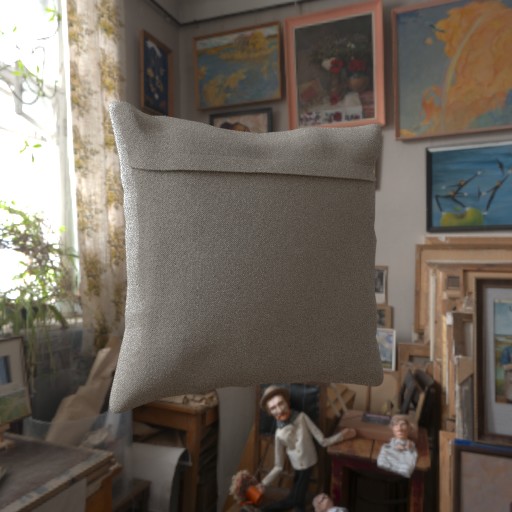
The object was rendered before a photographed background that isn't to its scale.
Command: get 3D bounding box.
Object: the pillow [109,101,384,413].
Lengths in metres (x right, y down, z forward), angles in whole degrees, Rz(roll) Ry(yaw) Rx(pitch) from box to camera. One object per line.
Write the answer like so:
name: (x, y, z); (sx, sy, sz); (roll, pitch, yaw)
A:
pillow: (0.000, 0.000, 0.770); (0.484, 0.490, 0.234); (0, 0, -17)
